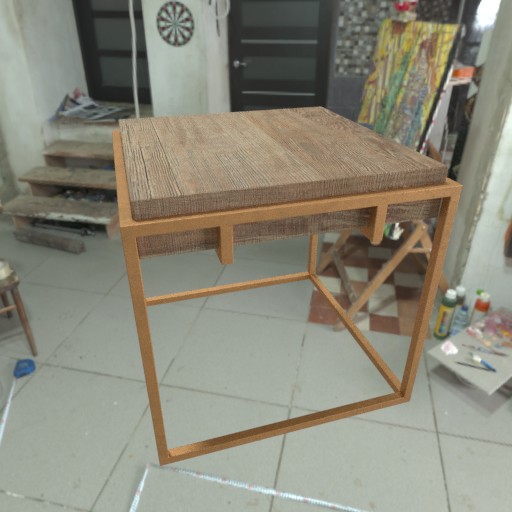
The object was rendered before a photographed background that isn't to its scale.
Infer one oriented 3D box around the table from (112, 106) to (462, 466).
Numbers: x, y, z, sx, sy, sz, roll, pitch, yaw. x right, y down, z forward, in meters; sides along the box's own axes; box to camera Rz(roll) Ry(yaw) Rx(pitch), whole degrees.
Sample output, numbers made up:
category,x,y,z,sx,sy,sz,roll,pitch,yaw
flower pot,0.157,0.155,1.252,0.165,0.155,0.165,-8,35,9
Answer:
category,x,y,z,sx,sy,sz,roll,pitch,yaw
table,0.000,0.000,1.105,0.599,0.584,0.599,-9,31,-15
